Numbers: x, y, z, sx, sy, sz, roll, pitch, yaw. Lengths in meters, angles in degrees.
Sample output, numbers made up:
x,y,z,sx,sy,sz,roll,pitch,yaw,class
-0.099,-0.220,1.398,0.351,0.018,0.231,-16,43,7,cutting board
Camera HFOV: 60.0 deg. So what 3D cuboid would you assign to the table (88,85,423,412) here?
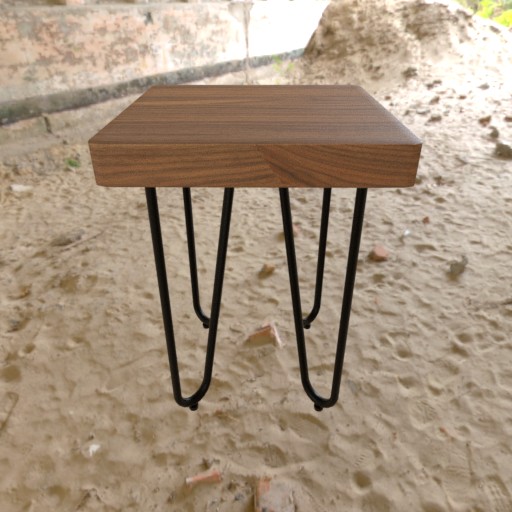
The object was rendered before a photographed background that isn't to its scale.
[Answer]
x,y,z,sx,sy,sz,roll,pitch,yaw,class
0.000,0.000,0.984,0.480,0.641,0.479,0,30,0,table
